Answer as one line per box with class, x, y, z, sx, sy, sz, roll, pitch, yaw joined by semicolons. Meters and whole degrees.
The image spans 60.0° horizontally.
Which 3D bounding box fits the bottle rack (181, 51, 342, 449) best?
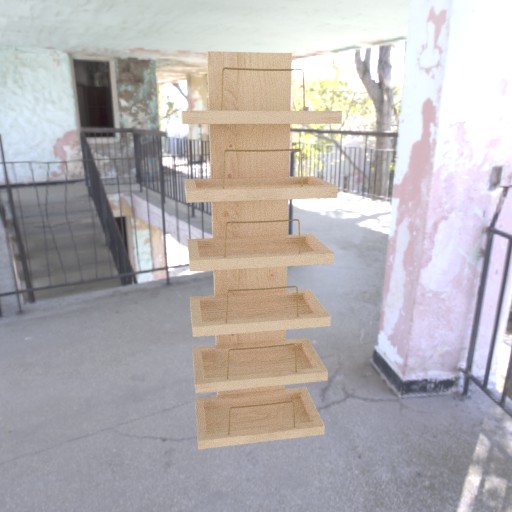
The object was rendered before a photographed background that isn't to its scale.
bottle rack;0.000;0.000;1.097;0.330;0.943;0.206;-3;18;-9
